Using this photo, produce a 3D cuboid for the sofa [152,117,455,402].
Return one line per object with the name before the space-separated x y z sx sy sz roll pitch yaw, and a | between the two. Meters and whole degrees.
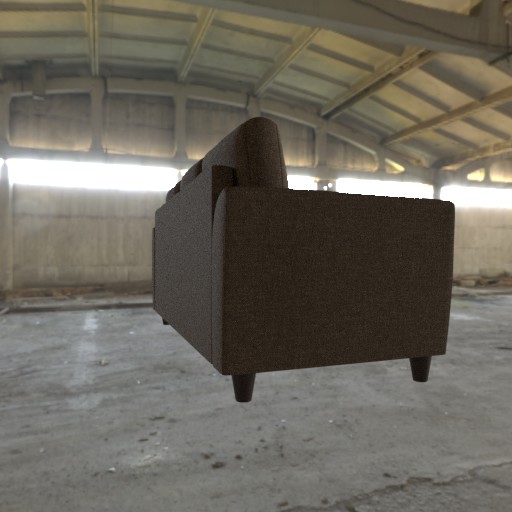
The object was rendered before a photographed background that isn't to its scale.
sofa | 0.000 0.000 2.240 0.837 0.891 1.847 0 0 -19
